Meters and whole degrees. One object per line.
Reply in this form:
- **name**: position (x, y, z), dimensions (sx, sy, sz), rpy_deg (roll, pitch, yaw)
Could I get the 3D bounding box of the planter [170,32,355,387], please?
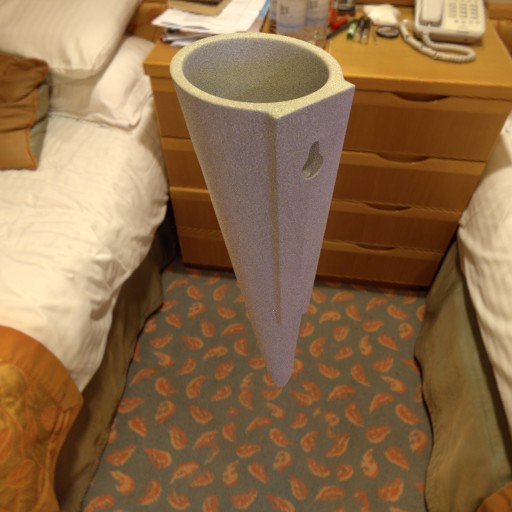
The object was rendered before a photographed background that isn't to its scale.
- **planter**: position (0.000, 0.000, 0.222), dimensions (0.057, 0.191, 0.064), rpy_deg (-30, 53, -25)
